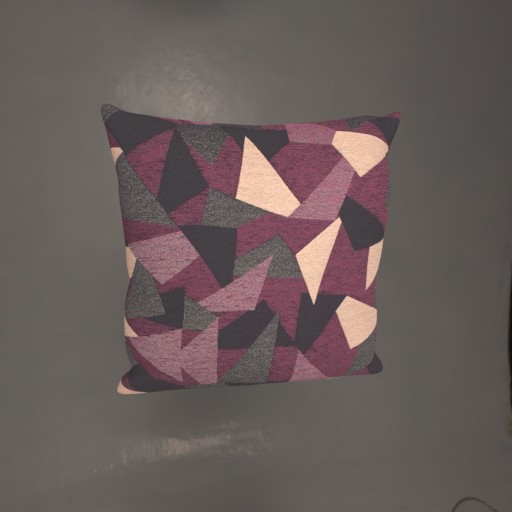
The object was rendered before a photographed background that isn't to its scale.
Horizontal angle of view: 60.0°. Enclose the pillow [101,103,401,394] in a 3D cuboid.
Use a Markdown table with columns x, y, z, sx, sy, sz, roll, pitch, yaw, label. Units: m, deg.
| x | y | z | sx | sy | sz | roll | pitch | yaw | label |
| --- | --- | --- | --- | --- | --- | --- | --- | --- | --- |
| 0.000 | 0.000 | 0.767 | 0.503 | 0.496 | 0.208 | -2 | 15 | -8 | pillow |
